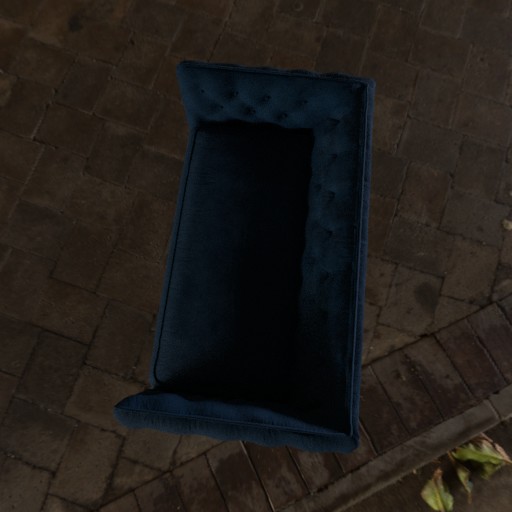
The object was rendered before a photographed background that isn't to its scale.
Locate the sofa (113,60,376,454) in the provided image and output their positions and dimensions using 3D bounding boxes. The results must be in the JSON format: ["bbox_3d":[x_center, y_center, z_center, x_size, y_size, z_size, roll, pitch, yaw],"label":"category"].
[{"bbox_3d":[0.000,0.000,2.124,0.909,0.810,1.583,6,75,2],"label":"sofa"}]
